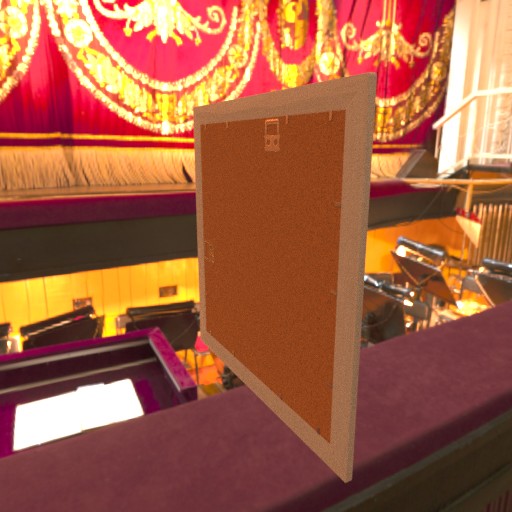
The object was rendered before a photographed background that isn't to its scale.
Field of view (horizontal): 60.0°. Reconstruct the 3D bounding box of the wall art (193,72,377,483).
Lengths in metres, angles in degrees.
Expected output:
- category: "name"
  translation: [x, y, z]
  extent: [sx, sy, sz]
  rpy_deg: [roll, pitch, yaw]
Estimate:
- category: "wall art"
  translation: [0.000, 0.000, 0.853]
  extent: [0.013, 0.584, 0.584]
  rpy_deg: [-8, 16, -28]
